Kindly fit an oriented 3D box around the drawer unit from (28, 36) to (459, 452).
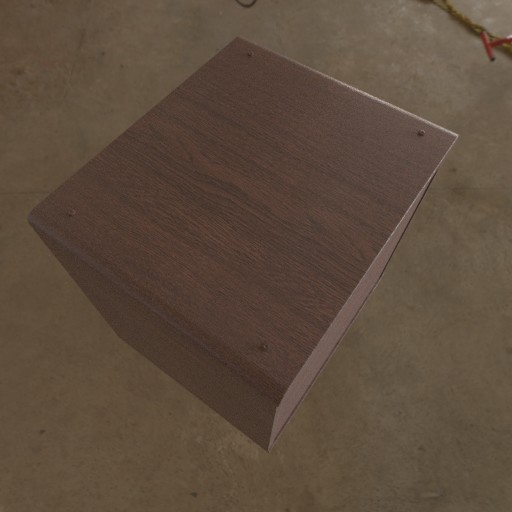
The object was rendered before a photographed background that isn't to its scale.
[{"bbox_3d":[0.000,0.000,0.590,0.290,0.344,0.344,32,65,17],"label":"drawer unit"}]
